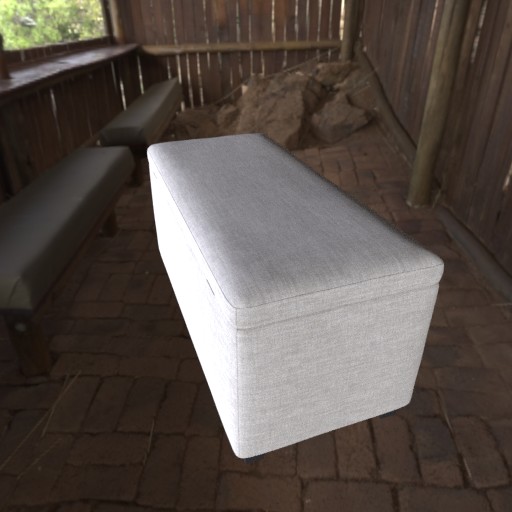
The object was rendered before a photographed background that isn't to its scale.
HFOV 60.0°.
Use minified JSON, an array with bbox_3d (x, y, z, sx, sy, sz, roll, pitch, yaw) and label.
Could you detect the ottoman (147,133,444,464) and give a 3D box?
[{"bbox_3d":[0.000,0.000,1.171,0.419,0.432,0.902,-11,32,-17],"label":"ottoman"}]
